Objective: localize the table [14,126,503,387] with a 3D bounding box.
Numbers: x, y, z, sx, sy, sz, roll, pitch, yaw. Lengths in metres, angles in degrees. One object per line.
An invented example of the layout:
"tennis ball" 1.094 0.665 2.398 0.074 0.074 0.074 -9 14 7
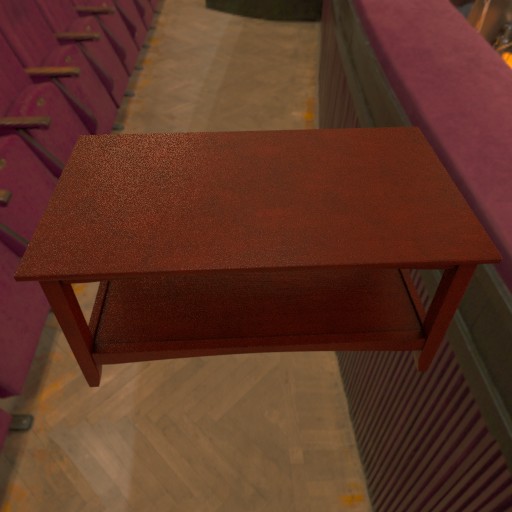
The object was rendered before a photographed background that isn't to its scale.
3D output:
"table" 0.000 0.000 1.199 0.943 0.456 0.533 -2 44 -2
